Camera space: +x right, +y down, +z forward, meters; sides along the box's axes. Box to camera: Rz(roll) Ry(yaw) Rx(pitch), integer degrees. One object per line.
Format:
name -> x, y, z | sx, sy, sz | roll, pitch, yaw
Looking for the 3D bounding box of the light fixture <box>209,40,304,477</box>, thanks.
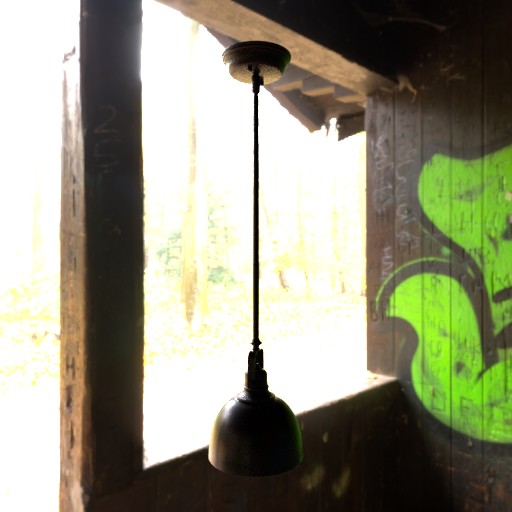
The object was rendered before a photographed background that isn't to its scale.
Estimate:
light fixture -> 0.000, 0.000, 0.856 | 0.182, 0.768, 0.182 | 0, 0, 19
